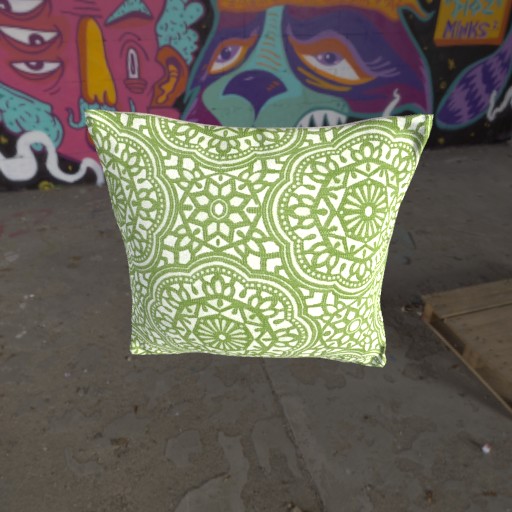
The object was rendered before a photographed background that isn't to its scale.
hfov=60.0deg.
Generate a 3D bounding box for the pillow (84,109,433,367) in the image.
[{"bbox_3d":[0.000,0.000,0.655,0.440,0.419,0.162,2,31,3],"label":"pillow"}]
